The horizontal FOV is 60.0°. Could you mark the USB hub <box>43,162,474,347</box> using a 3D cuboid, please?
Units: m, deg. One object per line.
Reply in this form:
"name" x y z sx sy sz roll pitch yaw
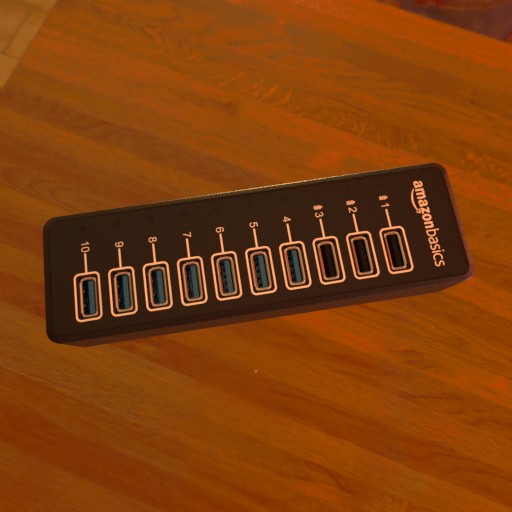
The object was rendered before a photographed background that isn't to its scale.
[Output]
"USB hub" 0.000 0.000 0.163 0.145 0.023 0.044 -9 76 -2
